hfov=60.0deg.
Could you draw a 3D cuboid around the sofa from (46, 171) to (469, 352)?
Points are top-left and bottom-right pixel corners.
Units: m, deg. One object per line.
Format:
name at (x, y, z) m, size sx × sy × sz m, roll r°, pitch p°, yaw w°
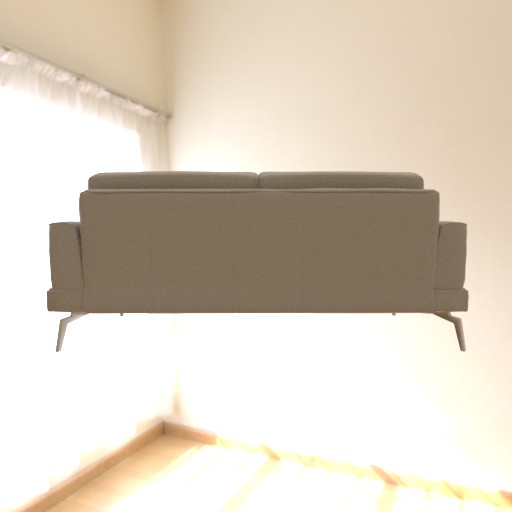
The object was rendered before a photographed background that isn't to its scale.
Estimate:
sofa at (0.000, 0.000, 2.737) m, size 2.177 × 0.930 × 1.121 m, roll 0°, pitch 2°, yaw 0°
